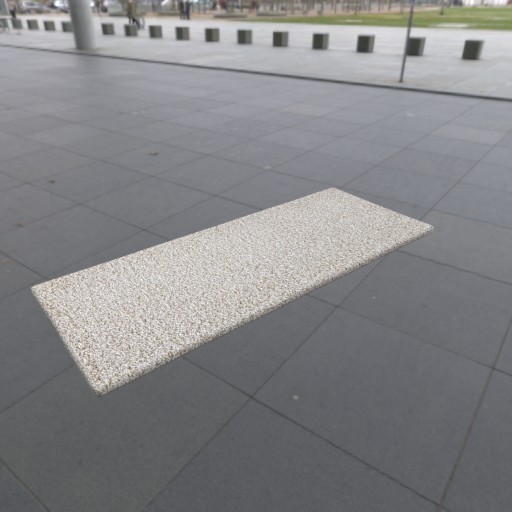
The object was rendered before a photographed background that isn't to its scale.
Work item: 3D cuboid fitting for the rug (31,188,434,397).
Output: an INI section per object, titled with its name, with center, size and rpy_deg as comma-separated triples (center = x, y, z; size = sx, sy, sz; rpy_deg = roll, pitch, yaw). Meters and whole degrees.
[rug]
center = 0.000, 0.000, 1.743
size = 1.524, 0.030, 0.609
rpy_deg = -22, 36, -33
